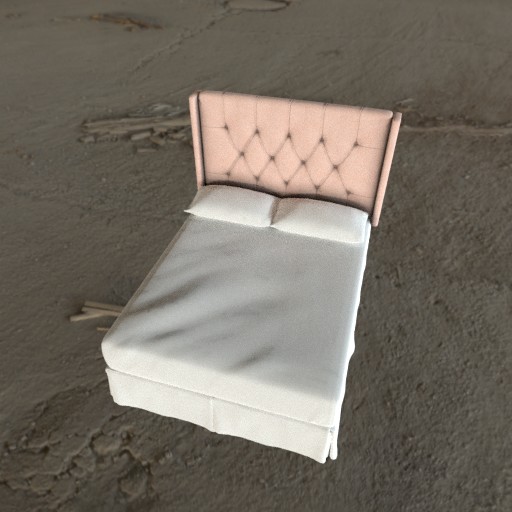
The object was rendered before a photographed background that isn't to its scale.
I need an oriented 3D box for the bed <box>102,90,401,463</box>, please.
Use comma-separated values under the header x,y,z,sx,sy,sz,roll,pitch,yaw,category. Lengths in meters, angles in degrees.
x,y,z,sx,sy,sz,roll,pitch,yaw,category
0.000,0.000,3.359,1.719,1.665,2.066,11,42,12,bed
